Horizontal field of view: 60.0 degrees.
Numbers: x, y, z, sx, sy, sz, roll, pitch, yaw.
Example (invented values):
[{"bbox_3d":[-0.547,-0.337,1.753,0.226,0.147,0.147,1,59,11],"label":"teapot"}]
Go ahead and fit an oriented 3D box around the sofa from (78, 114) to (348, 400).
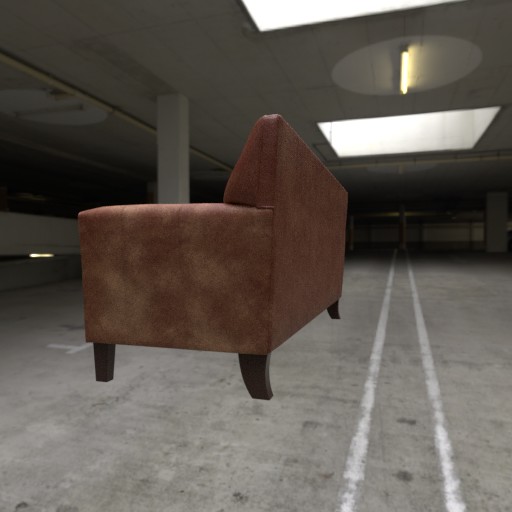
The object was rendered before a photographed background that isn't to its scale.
[{"bbox_3d":[0.000,0.000,2.498,0.805,0.947,2.053,0,1,18],"label":"sofa"}]
